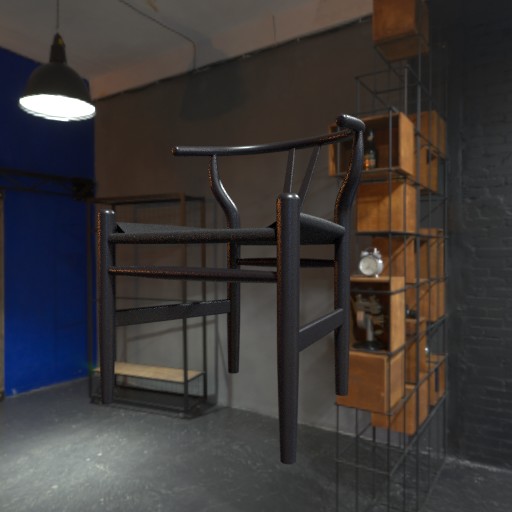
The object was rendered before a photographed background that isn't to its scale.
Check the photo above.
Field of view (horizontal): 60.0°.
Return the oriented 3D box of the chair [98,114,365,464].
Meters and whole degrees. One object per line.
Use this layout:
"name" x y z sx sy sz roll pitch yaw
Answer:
"chair" 0.000 0.000 1.165 0.569 0.730 0.579 0 1 36
